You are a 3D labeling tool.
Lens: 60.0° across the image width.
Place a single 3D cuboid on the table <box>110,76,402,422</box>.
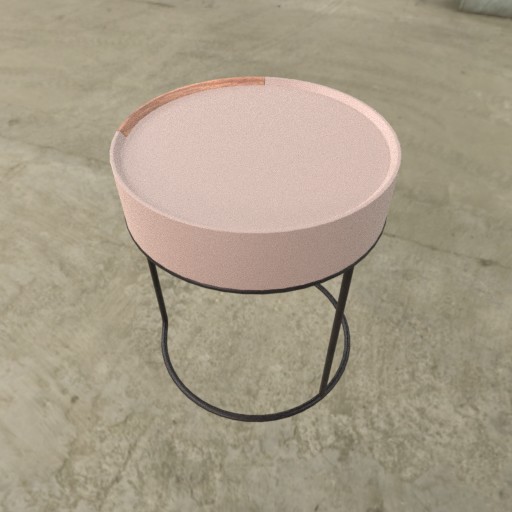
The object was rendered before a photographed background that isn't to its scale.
[{"bbox_3d":[0.000,0.000,0.884,0.450,0.530,0.450,0,45,0],"label":"table"}]
